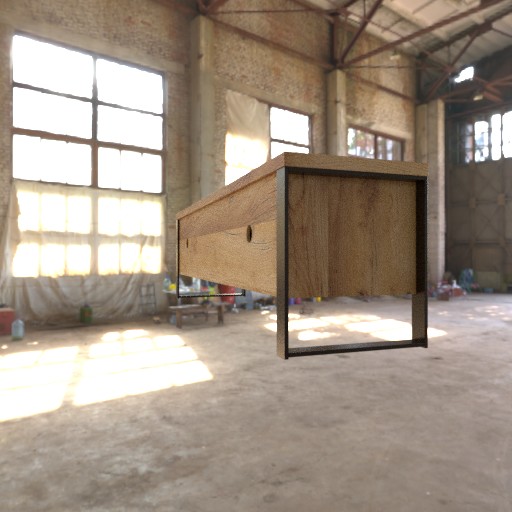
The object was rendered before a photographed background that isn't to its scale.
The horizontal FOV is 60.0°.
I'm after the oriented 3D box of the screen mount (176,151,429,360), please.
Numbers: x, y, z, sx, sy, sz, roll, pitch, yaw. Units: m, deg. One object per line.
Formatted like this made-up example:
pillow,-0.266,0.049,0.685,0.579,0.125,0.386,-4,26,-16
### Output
screen mount,0.000,0.000,1.738,0.395,0.450,1.524,0,0,-19
